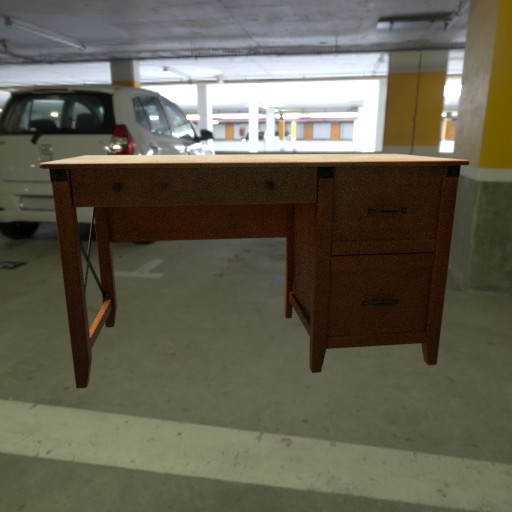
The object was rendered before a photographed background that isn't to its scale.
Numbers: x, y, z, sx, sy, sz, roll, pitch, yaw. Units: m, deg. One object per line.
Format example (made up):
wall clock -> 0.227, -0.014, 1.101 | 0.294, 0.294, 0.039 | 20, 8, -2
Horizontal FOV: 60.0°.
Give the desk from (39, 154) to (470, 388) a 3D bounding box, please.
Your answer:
desk -> 0.000, 0.000, 1.742 | 1.353, 0.756, 0.574 | -2, 15, -7
